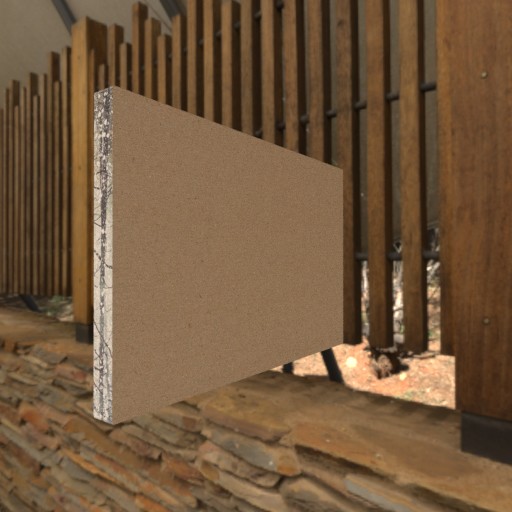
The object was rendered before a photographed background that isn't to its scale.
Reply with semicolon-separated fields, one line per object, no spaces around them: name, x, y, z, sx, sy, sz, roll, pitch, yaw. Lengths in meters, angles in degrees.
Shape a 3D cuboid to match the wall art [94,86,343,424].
wall art;0.000;0.000;0.779;0.042;0.398;0.618;0;0;37
